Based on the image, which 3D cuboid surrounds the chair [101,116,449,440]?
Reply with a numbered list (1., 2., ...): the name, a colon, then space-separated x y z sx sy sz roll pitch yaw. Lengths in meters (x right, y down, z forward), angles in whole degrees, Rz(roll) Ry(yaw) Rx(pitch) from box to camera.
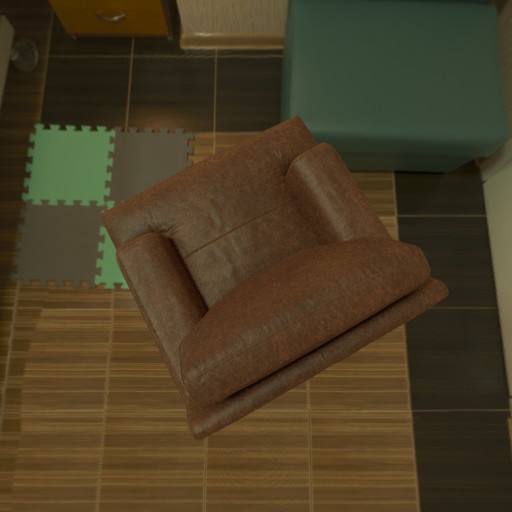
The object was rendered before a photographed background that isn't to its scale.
1. chair: 0.000 0.000 2.044 1.168 0.939 1.143 -28 78 -7
